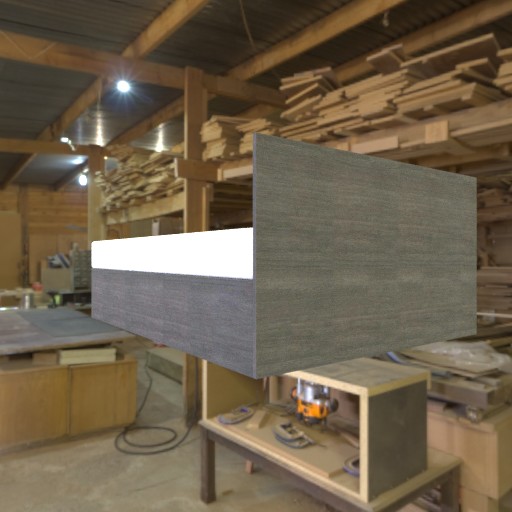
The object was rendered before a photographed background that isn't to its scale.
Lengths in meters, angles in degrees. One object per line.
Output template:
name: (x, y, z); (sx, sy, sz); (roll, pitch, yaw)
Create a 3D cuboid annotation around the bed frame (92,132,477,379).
bed frame: (0.000, 0.000, 2.614); (1.400, 0.800, 1.900); (0, 0, -36)
